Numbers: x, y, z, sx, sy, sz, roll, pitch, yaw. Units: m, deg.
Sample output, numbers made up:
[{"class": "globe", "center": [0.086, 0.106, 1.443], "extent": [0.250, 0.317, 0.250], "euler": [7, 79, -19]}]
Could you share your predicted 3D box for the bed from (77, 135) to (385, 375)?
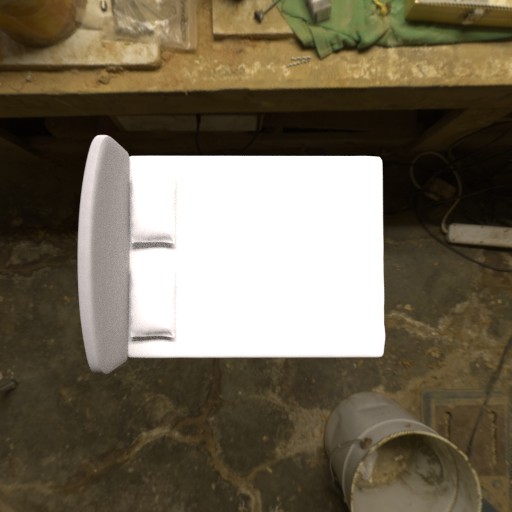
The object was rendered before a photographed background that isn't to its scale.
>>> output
[{"class": "bed", "center": [0.000, 0.000, 3.167], "extent": [2.005, 1.410, 1.607], "euler": [0, 88, 0]}]
